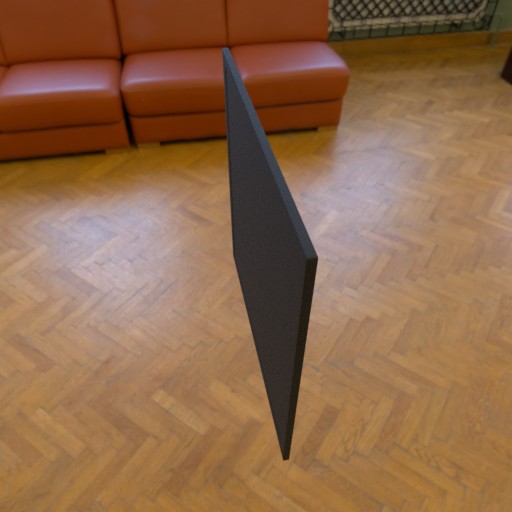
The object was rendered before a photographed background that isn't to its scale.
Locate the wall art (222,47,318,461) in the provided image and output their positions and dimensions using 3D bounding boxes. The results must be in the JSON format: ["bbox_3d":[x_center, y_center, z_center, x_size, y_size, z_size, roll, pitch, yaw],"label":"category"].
[{"bbox_3d":[0.000,0.000,0.841,0.012,0.558,0.562,-9,46,-8],"label":"wall art"}]
